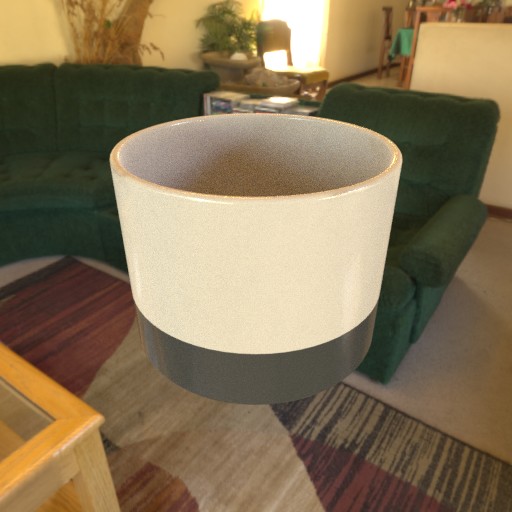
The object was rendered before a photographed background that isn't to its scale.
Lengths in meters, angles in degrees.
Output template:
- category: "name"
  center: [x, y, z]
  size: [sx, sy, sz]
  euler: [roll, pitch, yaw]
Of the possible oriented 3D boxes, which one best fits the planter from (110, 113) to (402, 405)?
- category: "planter"
  center: [0.000, 0.000, 0.347]
  size: [0.193, 0.177, 0.193]
  euler: [0, 30, 0]
